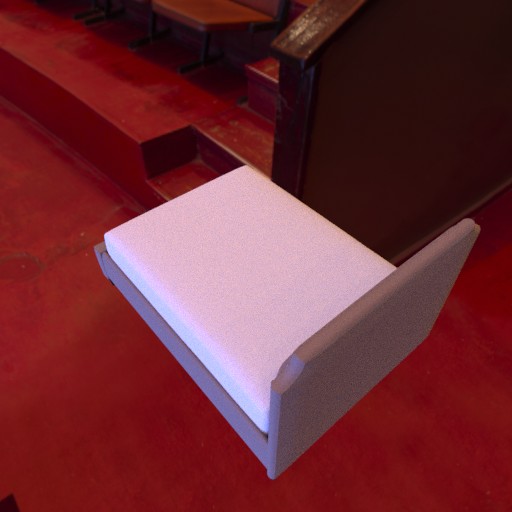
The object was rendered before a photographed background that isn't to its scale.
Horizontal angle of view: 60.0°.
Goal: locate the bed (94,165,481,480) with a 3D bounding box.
[{"bbox_3d":[0.000,0.000,3.392,1.713,1.443,2.372,-32,54,-27],"label":"bed"}]
